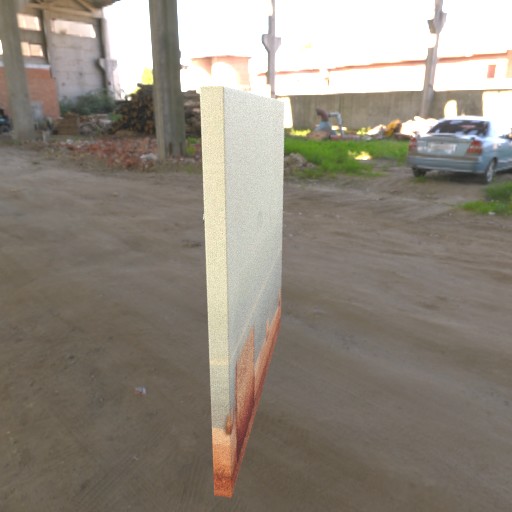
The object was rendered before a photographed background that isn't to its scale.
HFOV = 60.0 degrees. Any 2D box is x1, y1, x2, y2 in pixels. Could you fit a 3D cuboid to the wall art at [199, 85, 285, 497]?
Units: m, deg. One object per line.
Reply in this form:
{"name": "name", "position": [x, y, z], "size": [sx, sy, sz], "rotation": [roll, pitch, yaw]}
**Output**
{"name": "wall art", "position": [0.000, 0.000, 0.596], "size": [0.023, 0.405, 0.405], "rotation": [3, 18, 10]}
